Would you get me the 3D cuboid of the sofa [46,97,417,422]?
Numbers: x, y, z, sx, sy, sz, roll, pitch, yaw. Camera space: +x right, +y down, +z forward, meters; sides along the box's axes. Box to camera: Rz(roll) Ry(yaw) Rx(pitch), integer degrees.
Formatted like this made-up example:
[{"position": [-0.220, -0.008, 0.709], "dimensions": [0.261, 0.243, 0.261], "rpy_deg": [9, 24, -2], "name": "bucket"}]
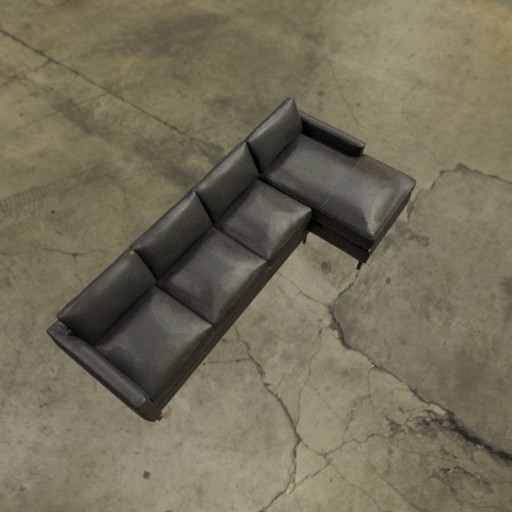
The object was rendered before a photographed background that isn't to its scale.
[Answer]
[{"position": [0.000, 0.000, 3.667], "dimensions": [1.471, 0.859, 2.993], "rpy_deg": [32, 64, 18], "name": "sofa"}]
